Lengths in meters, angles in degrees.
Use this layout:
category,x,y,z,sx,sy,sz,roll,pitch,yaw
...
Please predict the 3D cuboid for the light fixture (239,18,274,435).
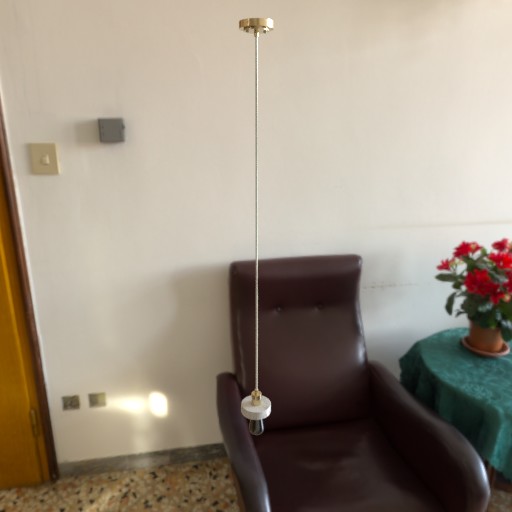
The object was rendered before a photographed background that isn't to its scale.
category,x,y,z,sx,sy,sz,roll,pitch,yaw
light fixture,0.000,0.000,1.753,0.129,1.669,0.129,16,23,42
